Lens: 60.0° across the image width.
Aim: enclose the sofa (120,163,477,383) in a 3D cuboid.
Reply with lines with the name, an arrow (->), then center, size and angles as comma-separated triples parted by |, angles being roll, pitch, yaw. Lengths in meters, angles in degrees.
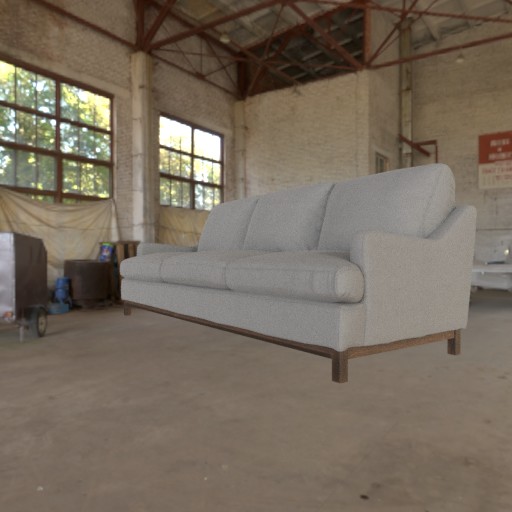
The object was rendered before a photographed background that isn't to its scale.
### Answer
sofa -> 0.000, 0.000, 2.800 | 0.987, 0.926, 2.344 | 0, 0, -36
